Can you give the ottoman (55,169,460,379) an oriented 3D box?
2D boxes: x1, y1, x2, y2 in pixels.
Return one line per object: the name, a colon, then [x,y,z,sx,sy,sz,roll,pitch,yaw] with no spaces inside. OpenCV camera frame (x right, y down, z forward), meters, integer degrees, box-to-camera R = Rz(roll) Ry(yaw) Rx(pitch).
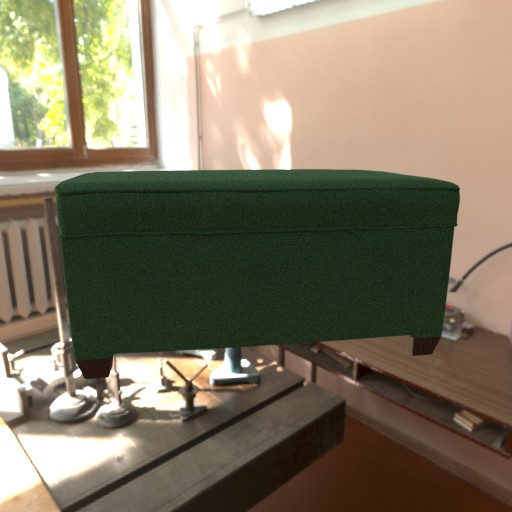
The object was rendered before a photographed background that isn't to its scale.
ottoman: [0.000,0.000,1.251,0.957,0.471,0.483,-2,15,-8]
